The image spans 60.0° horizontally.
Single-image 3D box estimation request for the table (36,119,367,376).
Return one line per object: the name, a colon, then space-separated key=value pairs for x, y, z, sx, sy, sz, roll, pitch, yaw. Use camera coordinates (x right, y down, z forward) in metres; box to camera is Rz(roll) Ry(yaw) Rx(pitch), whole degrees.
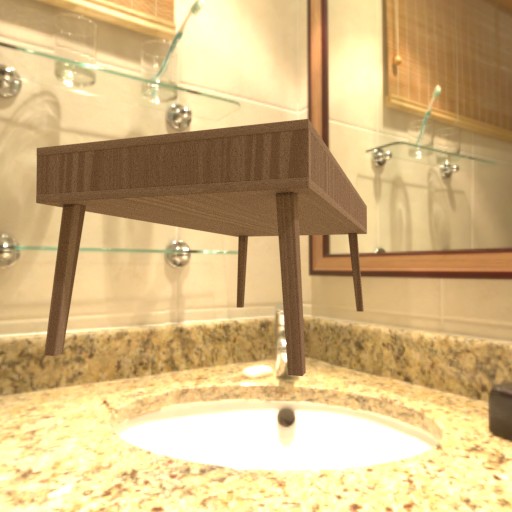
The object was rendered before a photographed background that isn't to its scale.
table: x=0.000 y=0.000 z=1.428 sx=0.600 sy=0.450 sz=1.200 roll=0 pitch=-1 yaw=19
